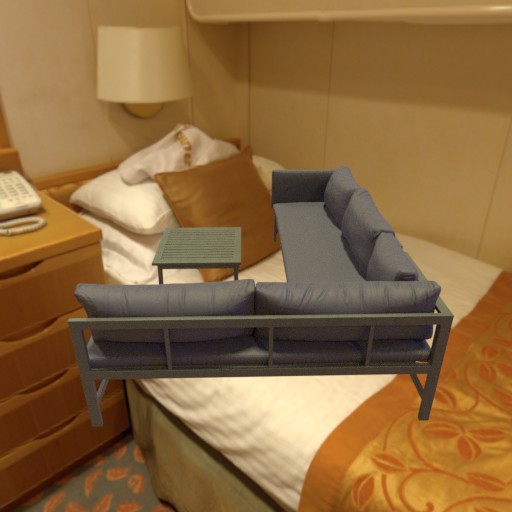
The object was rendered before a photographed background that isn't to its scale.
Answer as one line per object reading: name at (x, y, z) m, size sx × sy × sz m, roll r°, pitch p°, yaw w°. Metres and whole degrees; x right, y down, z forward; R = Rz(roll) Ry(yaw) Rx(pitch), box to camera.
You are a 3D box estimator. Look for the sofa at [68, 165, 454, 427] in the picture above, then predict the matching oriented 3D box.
sofa at (0.000, 0.000, 2.964) m, size 1.658 × 0.762 × 2.149 m, roll -1°, pitch 27°, yaw -1°
